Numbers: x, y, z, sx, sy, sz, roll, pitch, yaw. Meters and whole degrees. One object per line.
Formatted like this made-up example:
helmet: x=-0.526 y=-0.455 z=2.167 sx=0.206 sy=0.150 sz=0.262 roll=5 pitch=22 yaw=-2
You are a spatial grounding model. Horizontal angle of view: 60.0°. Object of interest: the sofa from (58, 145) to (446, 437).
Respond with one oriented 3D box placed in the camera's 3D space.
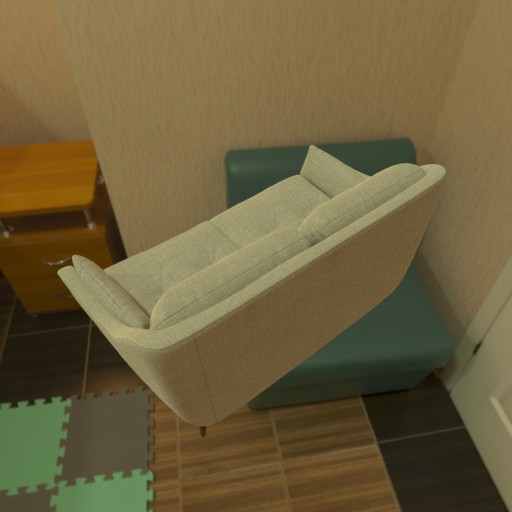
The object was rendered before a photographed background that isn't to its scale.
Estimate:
sofa: x=0.000 y=0.000 z=2.215 sx=1.652 sy=0.888 sz=0.965 roll=-30 pitch=53 yaw=-26
